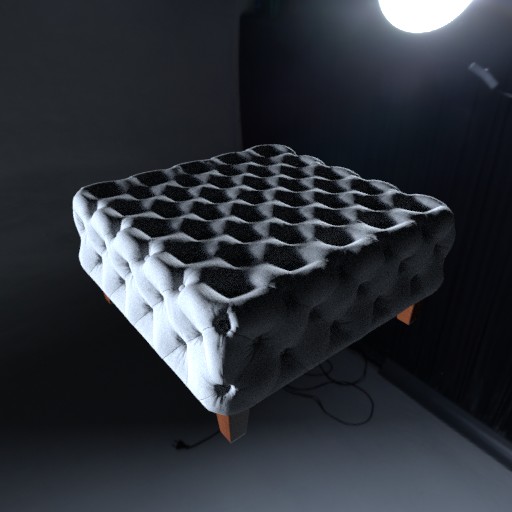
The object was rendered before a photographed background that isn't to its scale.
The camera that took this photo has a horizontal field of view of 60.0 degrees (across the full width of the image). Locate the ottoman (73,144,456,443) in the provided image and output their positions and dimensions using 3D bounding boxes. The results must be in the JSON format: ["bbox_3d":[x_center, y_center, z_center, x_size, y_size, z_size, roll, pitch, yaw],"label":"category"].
[{"bbox_3d":[0.000,0.000,1.218,0.758,0.365,0.764,-22,37,-33],"label":"ottoman"}]
